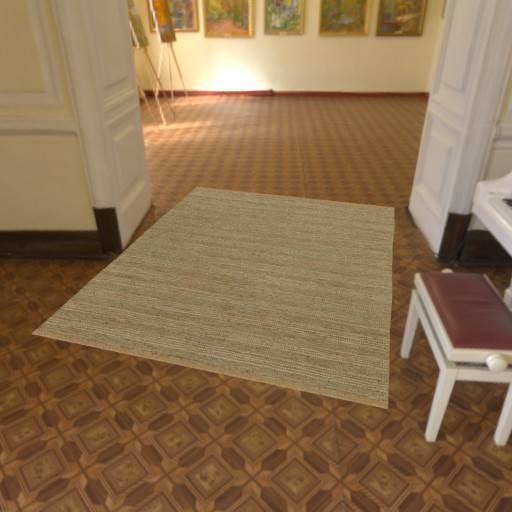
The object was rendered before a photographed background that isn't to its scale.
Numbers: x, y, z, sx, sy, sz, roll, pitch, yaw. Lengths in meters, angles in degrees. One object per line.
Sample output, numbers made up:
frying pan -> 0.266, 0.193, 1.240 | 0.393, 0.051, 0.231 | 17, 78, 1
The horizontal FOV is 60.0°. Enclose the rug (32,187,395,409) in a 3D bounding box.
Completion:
rug -> 0.000, 0.000, 4.136 | 2.471, 0.012, 3.034 | 8, 31, 14
